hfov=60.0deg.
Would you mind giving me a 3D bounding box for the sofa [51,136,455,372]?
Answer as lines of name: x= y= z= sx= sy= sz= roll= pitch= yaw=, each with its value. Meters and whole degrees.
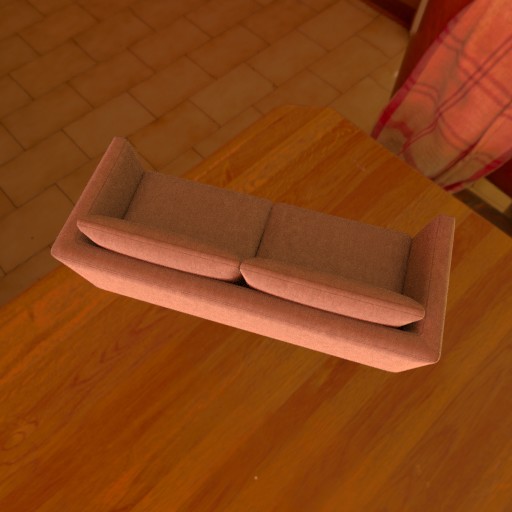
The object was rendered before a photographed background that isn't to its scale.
sofa: x=0.000 y=0.000 z=2.687 sx=2.121 sy=0.864 sz=0.889 roll=15 pitch=64 yaw=7
